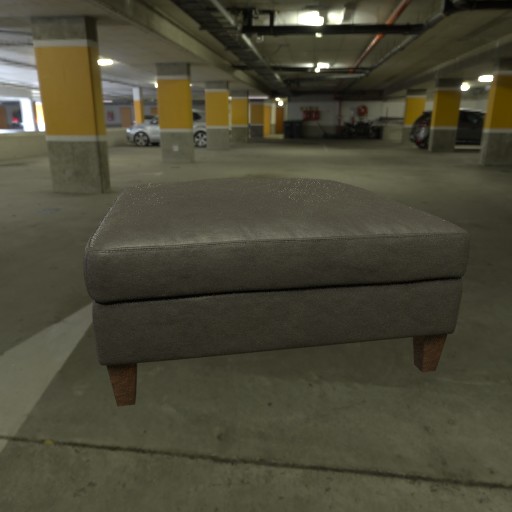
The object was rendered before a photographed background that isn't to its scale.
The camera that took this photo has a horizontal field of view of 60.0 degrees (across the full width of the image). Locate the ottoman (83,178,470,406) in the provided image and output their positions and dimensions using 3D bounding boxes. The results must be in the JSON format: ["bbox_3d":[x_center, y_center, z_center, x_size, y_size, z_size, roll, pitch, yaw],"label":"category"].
[{"bbox_3d":[0.000,0.000,1.317,0.844,0.415,0.836,-3,17,-10],"label":"ottoman"}]
